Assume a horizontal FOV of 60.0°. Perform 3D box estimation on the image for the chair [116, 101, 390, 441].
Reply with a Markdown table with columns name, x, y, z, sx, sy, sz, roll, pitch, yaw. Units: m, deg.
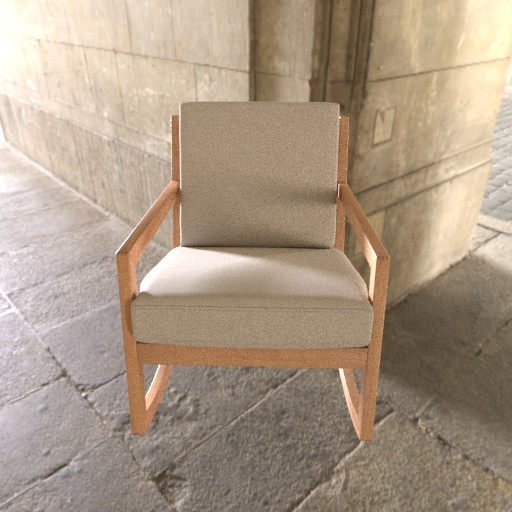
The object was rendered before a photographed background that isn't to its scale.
| name | x | y | z | sx | sy | sz | roll | pitch | yaw |
| --- | --- | --- | --- | --- | --- | --- | --- | --- | --- |
| chair | 0.000 | 0.000 | 1.369 | 0.622 | 0.790 | 0.857 | 1 | 30 | 2 |
